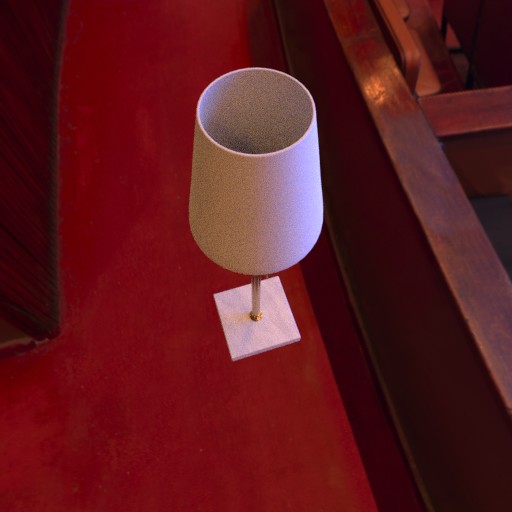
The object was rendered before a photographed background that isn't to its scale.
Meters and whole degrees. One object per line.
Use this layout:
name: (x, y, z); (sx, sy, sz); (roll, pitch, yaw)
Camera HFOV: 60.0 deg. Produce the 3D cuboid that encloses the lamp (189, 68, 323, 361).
lamp: (0.000, 0.000, 0.717); (0.181, 0.639, 0.181); (-16, 64, -8)
